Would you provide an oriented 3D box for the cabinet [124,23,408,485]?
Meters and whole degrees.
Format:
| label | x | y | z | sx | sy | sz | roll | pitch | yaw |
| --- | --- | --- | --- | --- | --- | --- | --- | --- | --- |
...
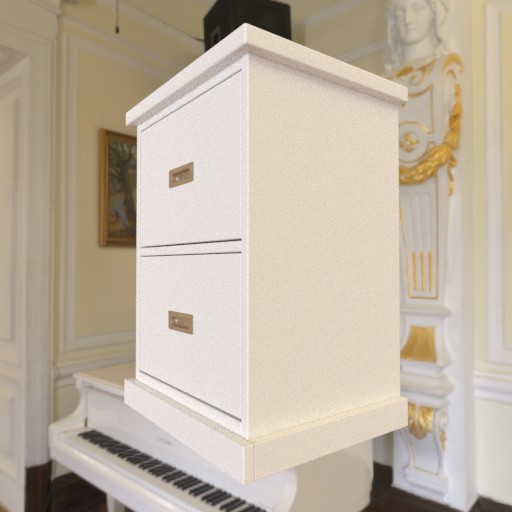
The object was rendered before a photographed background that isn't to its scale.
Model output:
| label | x | y | z | sx | sy | sz | roll | pitch | yaw |
| --- | --- | --- | --- | --- | --- | --- | --- | --- | --- |
| cabinet | 0.000 | 0.000 | 1.026 | 0.431 | 0.723 | 0.520 | 1 | -1 | -37 |
